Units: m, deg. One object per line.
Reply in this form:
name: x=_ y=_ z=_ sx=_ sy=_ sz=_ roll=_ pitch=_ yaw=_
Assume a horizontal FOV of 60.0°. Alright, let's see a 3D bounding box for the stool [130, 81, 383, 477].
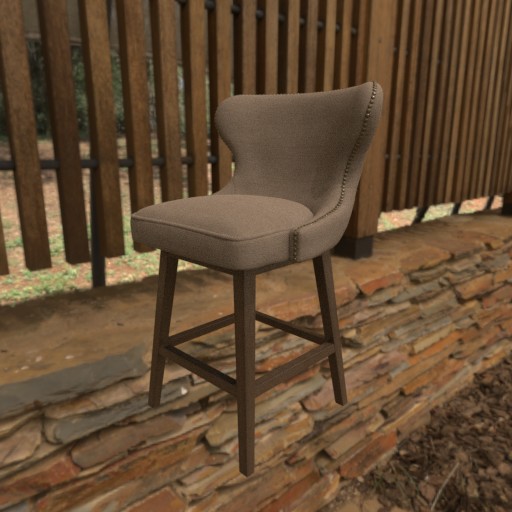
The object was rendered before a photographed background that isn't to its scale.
stool: x=0.000 y=0.000 z=1.326 sx=0.615 sy=0.972 sz=0.597 roll=14 pitch=20 yaw=43
